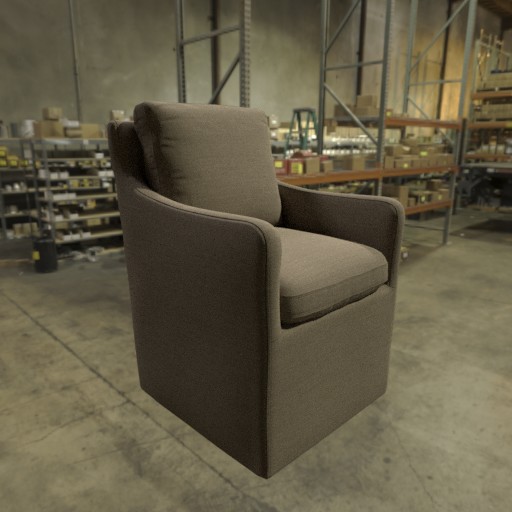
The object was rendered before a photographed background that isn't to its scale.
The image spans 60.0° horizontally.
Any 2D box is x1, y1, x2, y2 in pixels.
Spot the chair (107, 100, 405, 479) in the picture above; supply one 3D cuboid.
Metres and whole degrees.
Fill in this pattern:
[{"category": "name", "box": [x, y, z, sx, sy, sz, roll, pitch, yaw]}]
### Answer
[{"category": "chair", "box": [0.000, 0.000, 1.373, 0.626, 0.914, 0.694, -14, 20, -42]}]
